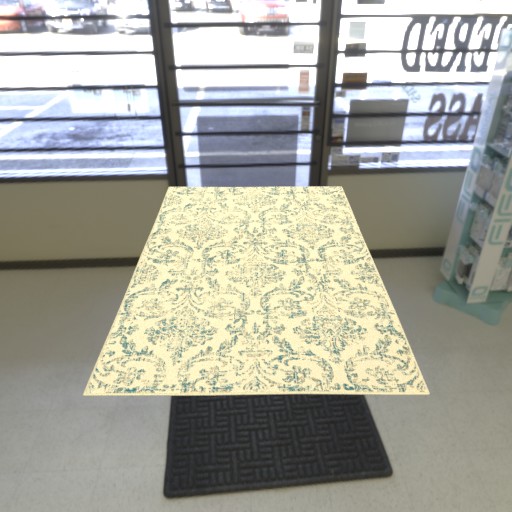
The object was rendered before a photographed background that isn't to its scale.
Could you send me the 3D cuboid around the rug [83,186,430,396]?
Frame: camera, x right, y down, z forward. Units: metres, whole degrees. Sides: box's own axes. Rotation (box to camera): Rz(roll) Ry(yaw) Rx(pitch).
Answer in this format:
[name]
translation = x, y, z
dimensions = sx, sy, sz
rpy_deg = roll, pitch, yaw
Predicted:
[rug]
translation = 0.000, 0.000, 3.483
dimensions = 1.819, 0.018, 2.746
rpy_deg = 0, 32, 0
